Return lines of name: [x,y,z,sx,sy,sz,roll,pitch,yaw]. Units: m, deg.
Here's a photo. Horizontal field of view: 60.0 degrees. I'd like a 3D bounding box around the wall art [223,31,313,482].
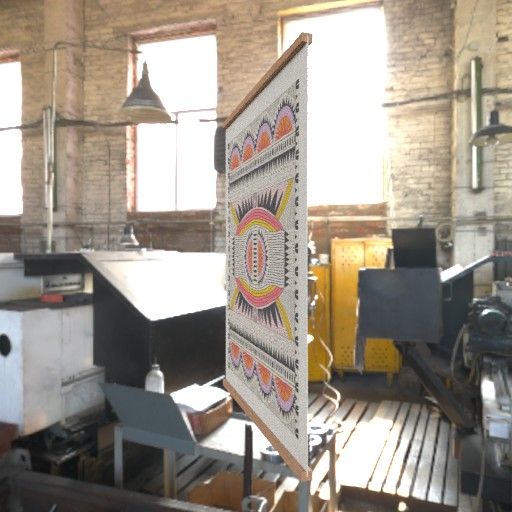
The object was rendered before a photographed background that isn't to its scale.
wall art: [0.000,0.000,1.365,0.028,1.016,0.765,0,1,-18]
